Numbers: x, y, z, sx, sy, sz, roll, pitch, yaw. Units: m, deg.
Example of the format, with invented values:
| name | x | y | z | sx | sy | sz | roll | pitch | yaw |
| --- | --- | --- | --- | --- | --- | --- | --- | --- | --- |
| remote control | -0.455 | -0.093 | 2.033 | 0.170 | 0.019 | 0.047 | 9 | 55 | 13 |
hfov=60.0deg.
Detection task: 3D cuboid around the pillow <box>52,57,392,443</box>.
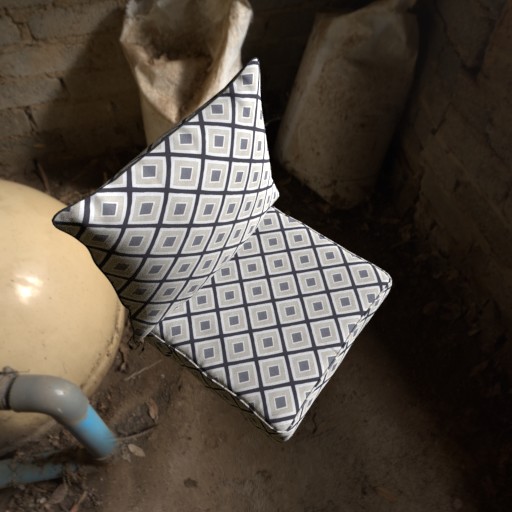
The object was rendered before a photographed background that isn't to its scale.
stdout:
| name | x | y | z | sx | sy | sz | roll | pitch | yaw |
| --- | --- | --- | --- | --- | --- | --- | --- | --- | --- |
| pillow | 0.000 | 0.000 | 1.351 | 0.733 | 0.722 | 0.798 | 32 | 63 | 19 |
